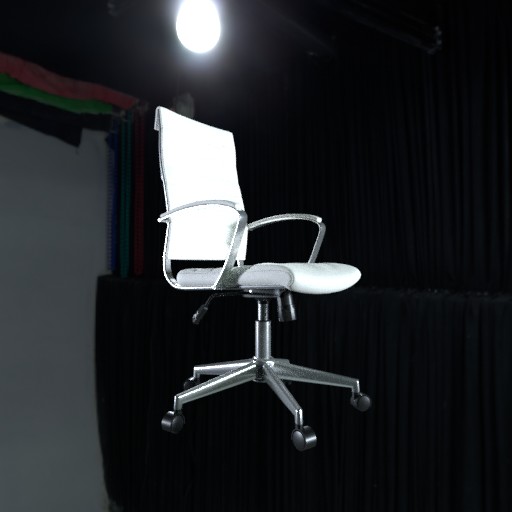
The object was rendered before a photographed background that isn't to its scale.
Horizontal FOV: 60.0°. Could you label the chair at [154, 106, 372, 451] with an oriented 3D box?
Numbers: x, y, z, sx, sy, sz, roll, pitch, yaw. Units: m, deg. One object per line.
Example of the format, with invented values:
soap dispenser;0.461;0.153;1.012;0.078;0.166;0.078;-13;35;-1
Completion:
chair;0.000;0.000;1.685;0.739;1.149;0.766;-1;-1;36
